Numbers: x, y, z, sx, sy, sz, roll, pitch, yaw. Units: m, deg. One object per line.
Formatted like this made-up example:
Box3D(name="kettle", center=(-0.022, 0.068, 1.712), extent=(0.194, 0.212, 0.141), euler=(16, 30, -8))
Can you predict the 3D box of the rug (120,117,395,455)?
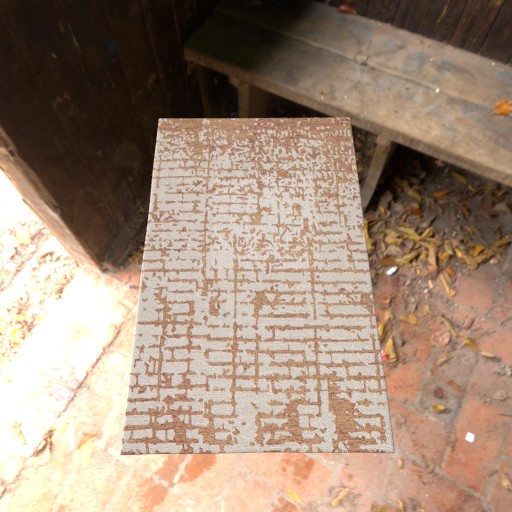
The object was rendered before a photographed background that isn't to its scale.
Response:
Box3D(name="rug", center=(0.000, 0.000, 2.981), extent=(1.517, 0.011, 2.435), euler=(0, 64, 0))
